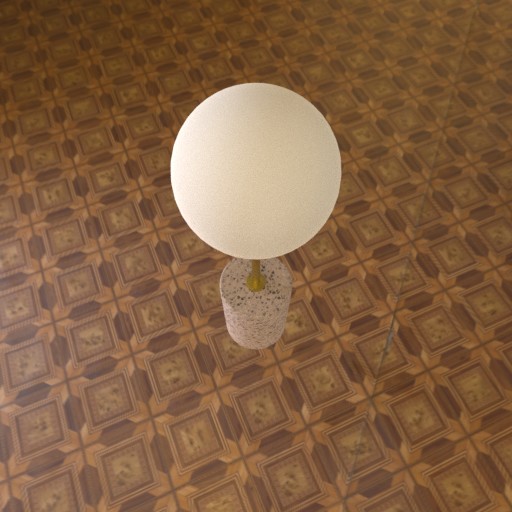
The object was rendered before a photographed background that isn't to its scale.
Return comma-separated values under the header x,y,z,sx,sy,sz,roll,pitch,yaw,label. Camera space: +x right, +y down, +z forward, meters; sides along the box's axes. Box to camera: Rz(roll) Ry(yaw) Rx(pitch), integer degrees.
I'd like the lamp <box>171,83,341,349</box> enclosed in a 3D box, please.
x,y,z,sx,sy,sz,roll,pitch,yaw,label
0.000,0.000,0.549,0.153,0.480,0.153,0,63,0,lamp
